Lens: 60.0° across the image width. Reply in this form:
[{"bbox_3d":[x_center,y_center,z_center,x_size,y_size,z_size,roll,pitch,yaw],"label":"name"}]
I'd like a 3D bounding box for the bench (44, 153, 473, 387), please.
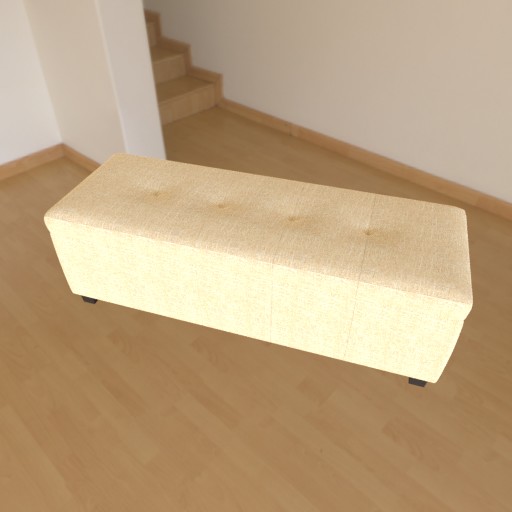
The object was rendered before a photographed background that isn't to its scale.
[{"bbox_3d":[0.000,0.000,1.452,1.219,0.406,0.432,12,42,13],"label":"bench"}]
